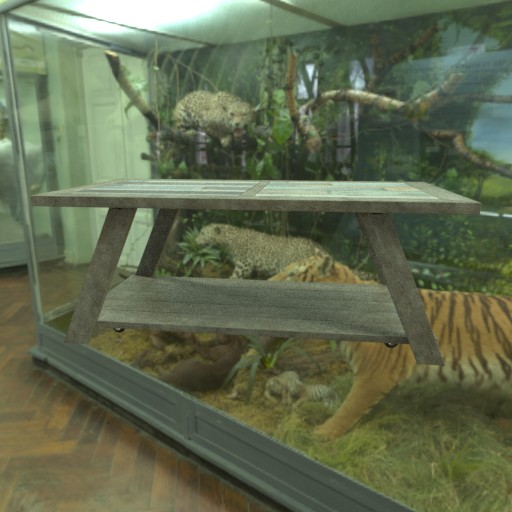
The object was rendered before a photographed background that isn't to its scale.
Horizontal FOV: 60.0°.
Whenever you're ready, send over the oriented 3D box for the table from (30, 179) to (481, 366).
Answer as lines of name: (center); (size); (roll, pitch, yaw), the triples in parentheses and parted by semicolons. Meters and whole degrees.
table: (0.000, 0.000, 1.538); (1.219, 0.470, 0.610); (2, 15, 7)
